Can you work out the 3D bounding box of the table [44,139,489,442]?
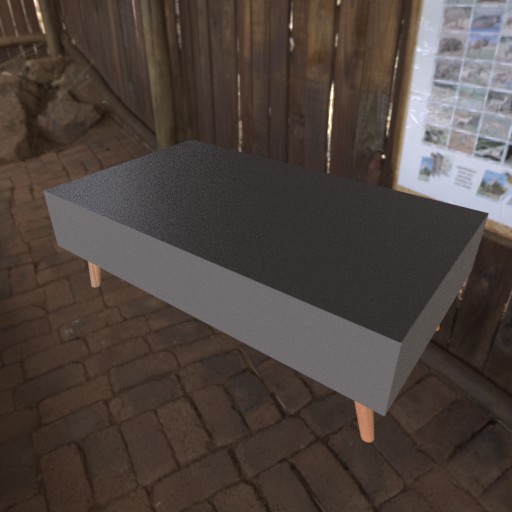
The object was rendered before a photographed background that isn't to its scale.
[{"bbox_3d":[0.000,0.000,1.480,1.201,0.404,0.703,21,38,31],"label":"table"}]
